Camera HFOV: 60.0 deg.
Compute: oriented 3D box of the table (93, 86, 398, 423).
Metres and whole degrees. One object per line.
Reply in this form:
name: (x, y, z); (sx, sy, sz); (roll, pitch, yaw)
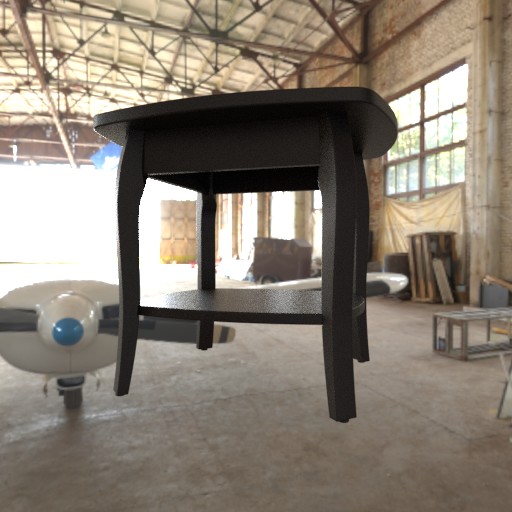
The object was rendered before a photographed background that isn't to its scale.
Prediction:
table: (0.000, 0.000, 0.837); (0.508, 0.457, 0.457); (0, 1, 18)
